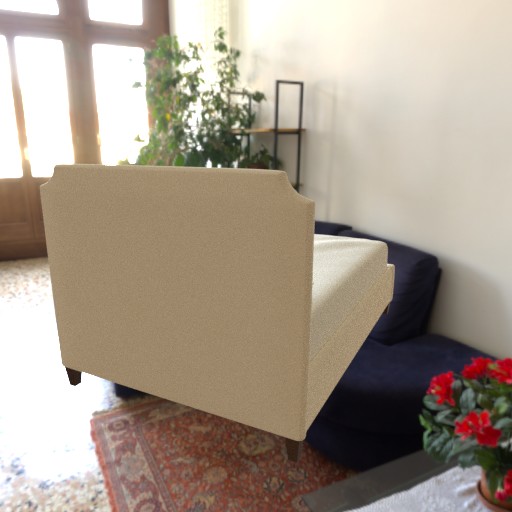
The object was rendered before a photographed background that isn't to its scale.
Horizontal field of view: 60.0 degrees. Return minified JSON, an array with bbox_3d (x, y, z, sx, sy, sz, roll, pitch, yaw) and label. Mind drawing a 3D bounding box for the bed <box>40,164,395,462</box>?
[{"bbox_3d":[0.000,0.000,3.375,1.712,1.443,2.365,7,16,26],"label":"bed"}]
